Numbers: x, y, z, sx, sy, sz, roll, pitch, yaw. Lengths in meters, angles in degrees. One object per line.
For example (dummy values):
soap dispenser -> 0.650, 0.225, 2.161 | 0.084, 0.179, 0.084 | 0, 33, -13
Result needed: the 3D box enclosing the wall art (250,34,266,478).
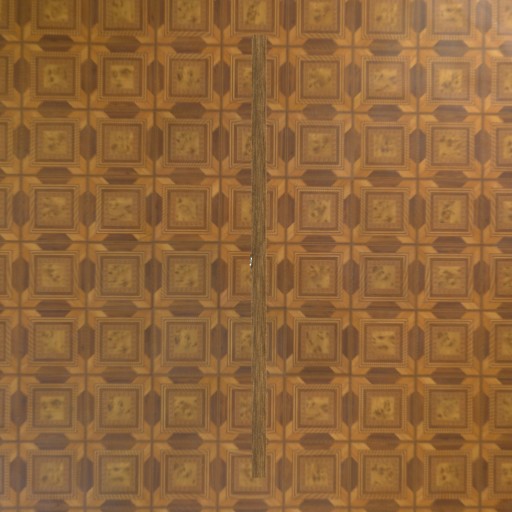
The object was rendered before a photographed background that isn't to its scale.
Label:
wall art -> 0.000, 0.000, 0.832 | 0.021, 0.576, 0.561 | 0, 90, -1
